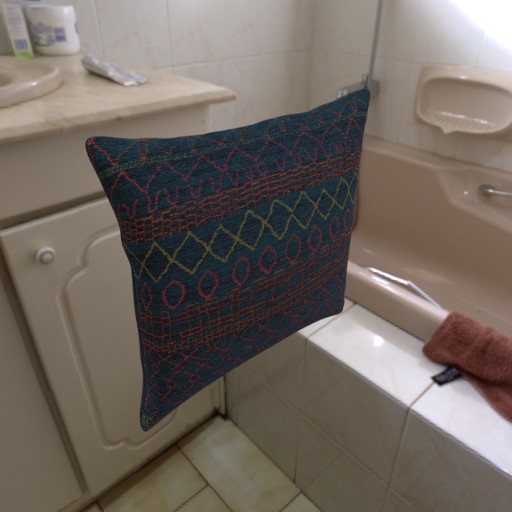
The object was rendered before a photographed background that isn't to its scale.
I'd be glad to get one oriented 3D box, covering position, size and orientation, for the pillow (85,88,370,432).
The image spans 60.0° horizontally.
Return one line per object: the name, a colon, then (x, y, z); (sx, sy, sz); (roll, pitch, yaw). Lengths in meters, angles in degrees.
pillow: (0.000, 0.000, 0.650); (0.431, 0.431, 0.141); (-23, 39, -33)
